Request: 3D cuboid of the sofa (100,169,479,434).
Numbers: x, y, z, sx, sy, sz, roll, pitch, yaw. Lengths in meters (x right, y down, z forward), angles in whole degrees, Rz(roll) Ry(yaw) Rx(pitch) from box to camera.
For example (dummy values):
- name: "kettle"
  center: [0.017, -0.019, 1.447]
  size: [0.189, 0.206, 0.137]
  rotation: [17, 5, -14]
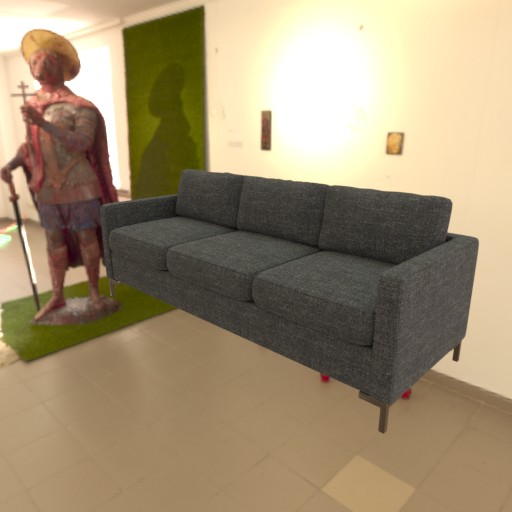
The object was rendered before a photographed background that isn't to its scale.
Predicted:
- name: "sofa"
  center: [0.000, 0.000, 2.654]
  size: [2.218, 0.874, 0.859]
  rotation: [15, 22, 42]
